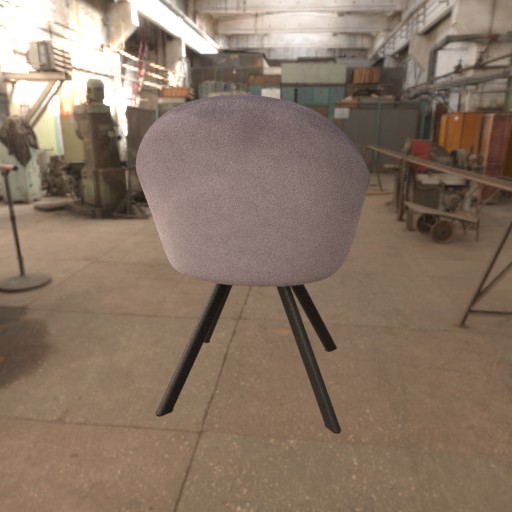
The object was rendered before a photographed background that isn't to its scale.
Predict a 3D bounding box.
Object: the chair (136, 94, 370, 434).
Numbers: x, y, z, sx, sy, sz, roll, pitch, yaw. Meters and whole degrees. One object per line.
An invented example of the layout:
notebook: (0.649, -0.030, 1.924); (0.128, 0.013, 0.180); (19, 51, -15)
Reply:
chair: (0.000, 0.000, 1.180); (0.570, 0.780, 0.540); (2, 17, 8)
